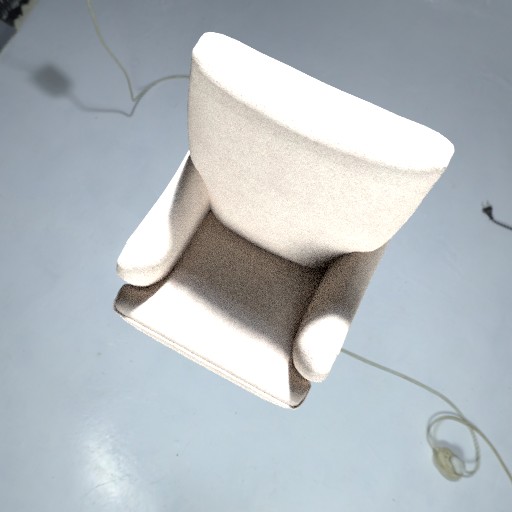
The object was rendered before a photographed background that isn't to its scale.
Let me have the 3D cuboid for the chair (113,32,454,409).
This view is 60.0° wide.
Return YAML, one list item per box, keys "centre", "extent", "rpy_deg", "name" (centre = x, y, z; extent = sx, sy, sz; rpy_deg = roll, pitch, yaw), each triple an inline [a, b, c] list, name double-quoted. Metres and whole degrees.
- centre: [0.000, 0.000, 1.765]
  extent: [0.879, 1.119, 0.953]
  rpy_deg: [27, 78, 6]
  name: "chair"
